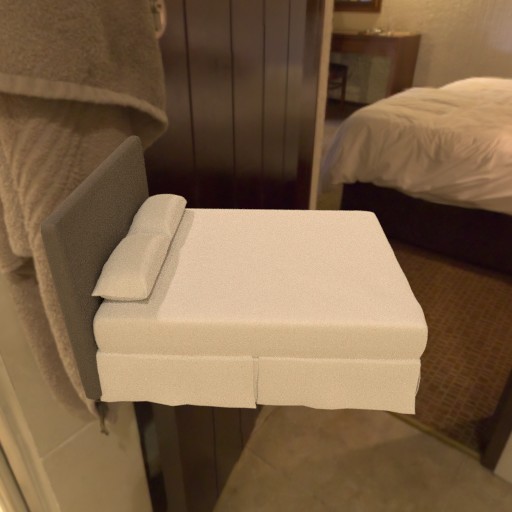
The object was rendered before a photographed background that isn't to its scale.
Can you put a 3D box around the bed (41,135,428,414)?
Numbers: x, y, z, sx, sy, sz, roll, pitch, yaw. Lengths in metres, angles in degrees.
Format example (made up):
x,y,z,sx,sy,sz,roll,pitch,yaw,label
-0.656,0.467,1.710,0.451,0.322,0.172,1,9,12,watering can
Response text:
x,y,z,sx,sy,sz,roll,pitch,yaw,label
0.000,0.000,3.221,2.142,1.330,1.723,1,30,2,bed
